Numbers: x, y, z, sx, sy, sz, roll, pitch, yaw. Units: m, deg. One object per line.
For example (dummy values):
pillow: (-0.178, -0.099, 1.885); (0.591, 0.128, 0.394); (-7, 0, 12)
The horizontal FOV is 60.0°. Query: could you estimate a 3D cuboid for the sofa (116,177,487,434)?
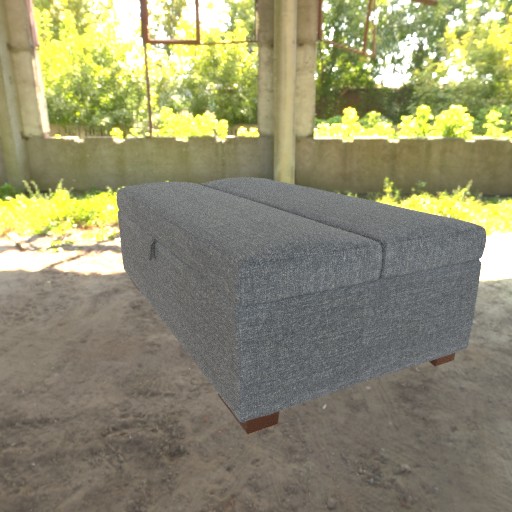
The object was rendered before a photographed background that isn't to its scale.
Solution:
sofa: (0.000, 0.000, 1.561); (0.782, 0.417, 1.198); (-8, 18, -26)
